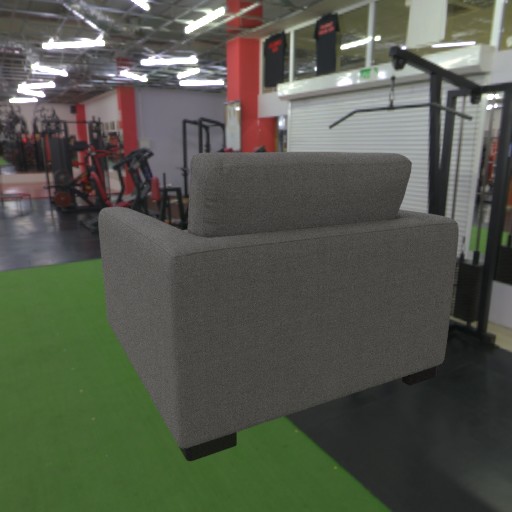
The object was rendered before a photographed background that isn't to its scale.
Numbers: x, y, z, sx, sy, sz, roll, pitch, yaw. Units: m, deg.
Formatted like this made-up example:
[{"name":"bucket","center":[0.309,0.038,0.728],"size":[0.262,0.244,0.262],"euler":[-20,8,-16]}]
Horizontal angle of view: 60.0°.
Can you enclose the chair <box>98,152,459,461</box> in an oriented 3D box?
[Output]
[{"name":"chair","center":[0.000,0.000,1.834],"size":[1.070,0.847,1.100],"euler":[-7,16,-28]}]
